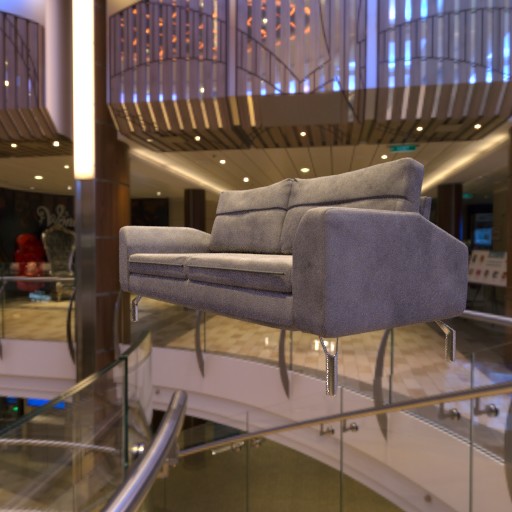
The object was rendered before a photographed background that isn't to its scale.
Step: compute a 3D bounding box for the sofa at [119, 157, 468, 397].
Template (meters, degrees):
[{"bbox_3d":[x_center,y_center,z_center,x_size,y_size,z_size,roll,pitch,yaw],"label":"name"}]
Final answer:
[{"bbox_3d":[0.000,0.000,2.318,0.849,0.859,1.837,-1,2,-36],"label":"sofa"}]
